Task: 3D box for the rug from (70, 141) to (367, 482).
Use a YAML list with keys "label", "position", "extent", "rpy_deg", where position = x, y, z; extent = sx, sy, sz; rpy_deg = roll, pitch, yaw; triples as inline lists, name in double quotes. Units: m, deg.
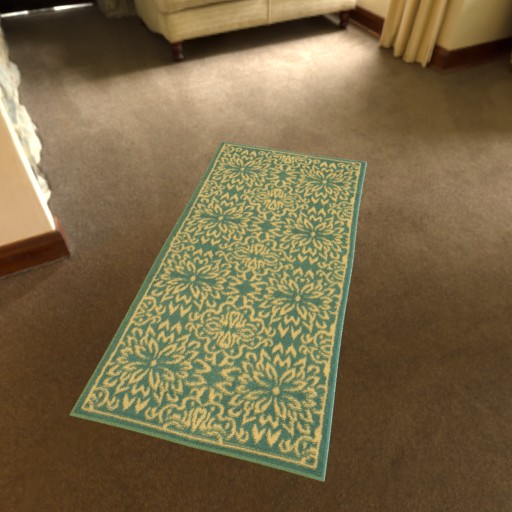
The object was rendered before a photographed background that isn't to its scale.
- label: "rug"
  position: [0.000, 0.000, 1.402]
  extent: [0.604, 0.007, 1.219]
  rpy_deg: [10, 47, 10]
